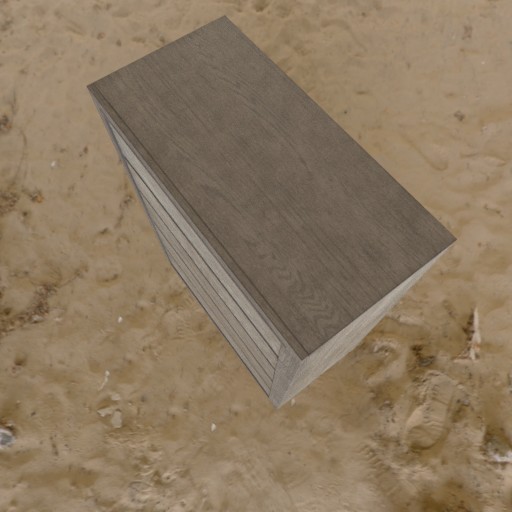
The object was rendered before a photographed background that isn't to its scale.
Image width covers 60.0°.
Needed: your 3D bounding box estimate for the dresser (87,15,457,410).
[{"bbox_3d":[0.000,0.000,1.753,0.483,1.295,0.967,-35,71,-14],"label":"dresser"}]
